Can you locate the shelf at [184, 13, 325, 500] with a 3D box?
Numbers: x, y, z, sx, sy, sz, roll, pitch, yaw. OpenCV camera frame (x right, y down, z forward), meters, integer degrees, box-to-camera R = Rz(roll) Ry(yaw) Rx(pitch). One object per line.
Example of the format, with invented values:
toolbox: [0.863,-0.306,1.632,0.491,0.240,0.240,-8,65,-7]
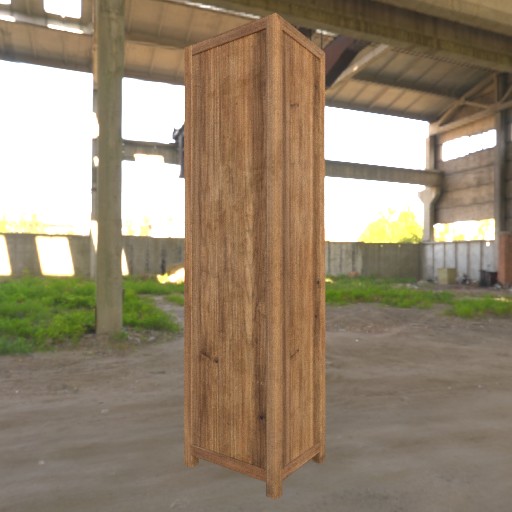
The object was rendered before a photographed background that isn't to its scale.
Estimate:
shelf: [0.000,0.000,2.044,0.500,1.900,0.428,0,0,36]
